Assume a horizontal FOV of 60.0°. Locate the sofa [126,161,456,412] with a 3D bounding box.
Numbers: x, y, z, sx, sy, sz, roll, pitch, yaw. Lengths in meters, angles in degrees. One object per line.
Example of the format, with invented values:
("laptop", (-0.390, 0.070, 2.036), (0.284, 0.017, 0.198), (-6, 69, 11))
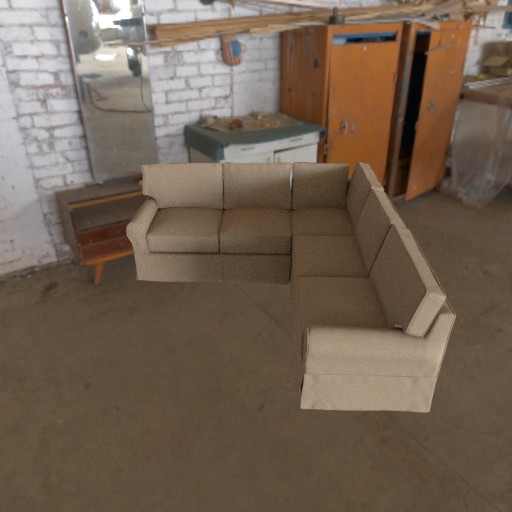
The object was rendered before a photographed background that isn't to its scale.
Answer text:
("sofa", (0.000, 0.000, 4.240), (2.730, 1.124, 2.733), (1, 30, 2))
